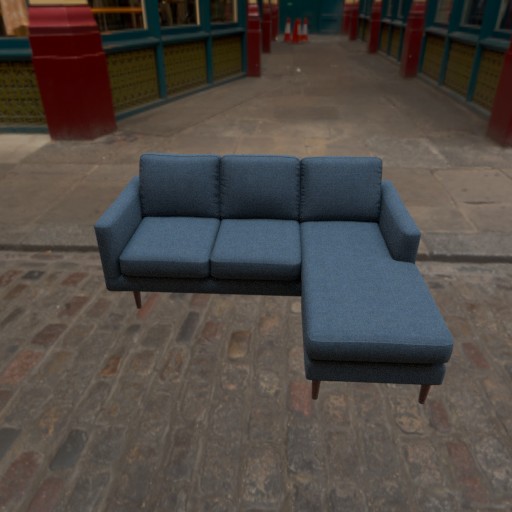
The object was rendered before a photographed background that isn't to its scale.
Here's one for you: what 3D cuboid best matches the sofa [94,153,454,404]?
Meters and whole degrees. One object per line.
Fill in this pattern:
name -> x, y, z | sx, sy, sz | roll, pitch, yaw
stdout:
sofa -> 0.000, 0.000, 2.913 | 2.055, 0.957, 1.667 | 2, 30, 3
